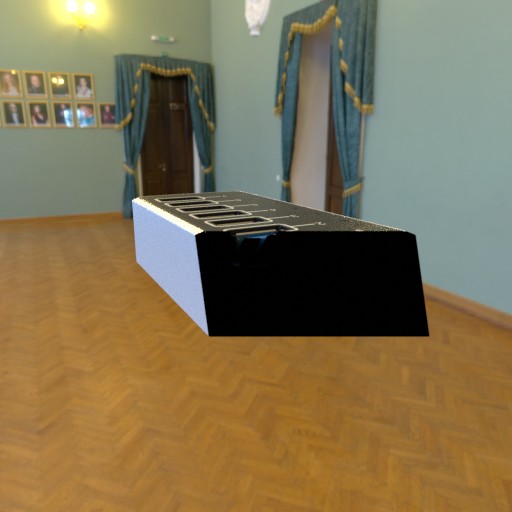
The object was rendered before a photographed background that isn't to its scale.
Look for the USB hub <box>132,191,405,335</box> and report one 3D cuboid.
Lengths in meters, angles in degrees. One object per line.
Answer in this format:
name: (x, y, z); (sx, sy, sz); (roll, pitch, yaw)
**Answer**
USB hub: (0.000, 0.000, 0.123); (0.044, 0.023, 0.110); (-8, 17, -27)
